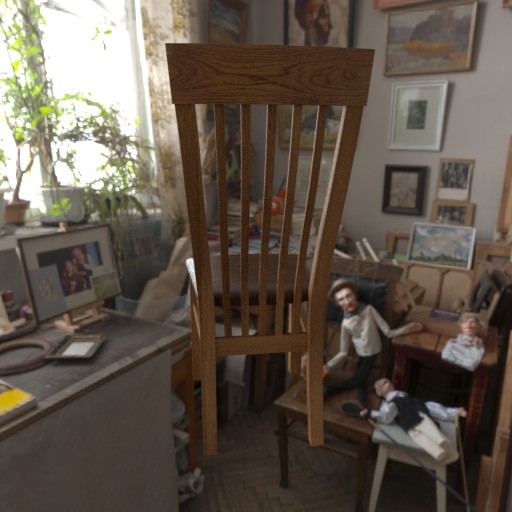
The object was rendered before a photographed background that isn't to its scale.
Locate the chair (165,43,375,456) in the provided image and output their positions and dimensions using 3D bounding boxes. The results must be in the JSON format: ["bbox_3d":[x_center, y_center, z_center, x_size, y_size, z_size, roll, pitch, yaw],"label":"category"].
[{"bbox_3d":[0.000,0.000,1.327,0.450,1.050,0.580,-2,14,-7],"label":"chair"}]
